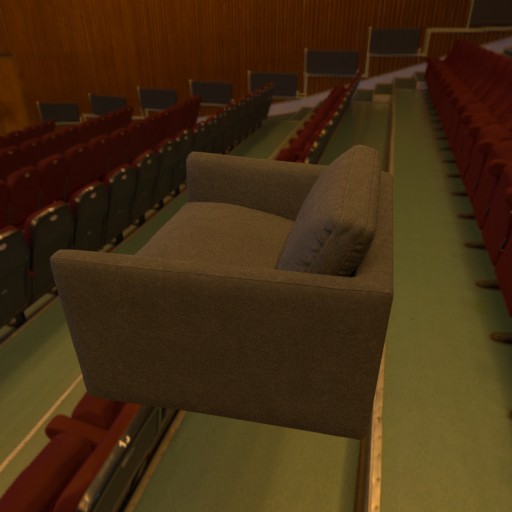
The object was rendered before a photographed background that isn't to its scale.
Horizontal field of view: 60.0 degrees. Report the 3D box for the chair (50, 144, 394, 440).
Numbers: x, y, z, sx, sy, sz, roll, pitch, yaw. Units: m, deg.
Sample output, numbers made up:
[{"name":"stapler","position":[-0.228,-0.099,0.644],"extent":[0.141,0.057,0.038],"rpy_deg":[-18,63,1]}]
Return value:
[{"name":"chair","position":[0.000,0.000,1.893],"extent":[1.091,0.845,1.190],"rpy_deg":[8,31,13]}]
